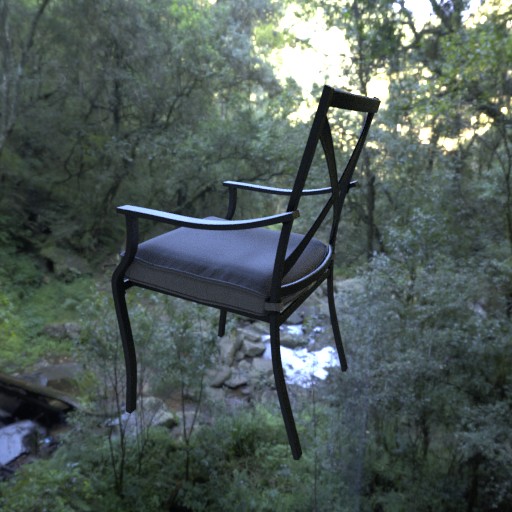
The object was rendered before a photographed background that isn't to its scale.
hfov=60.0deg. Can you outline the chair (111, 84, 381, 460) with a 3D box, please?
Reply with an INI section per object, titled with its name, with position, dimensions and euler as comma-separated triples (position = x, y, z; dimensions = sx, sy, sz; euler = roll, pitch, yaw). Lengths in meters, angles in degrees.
[chair]
position = 0.000, 0.000, 1.297
dimensions = 0.620, 0.889, 0.575
euler = 8, 19, 24
